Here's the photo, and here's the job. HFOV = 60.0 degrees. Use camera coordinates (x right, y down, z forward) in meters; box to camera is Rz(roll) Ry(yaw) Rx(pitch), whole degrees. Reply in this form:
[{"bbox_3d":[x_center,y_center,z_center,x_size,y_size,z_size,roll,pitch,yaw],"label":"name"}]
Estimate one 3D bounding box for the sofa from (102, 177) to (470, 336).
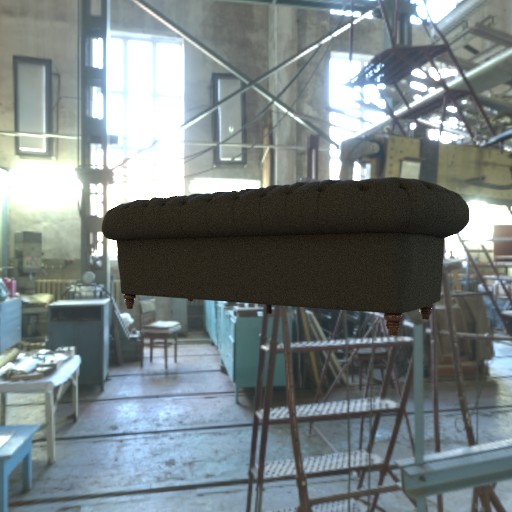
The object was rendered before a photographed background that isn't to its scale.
[{"bbox_3d":[0.000,0.000,2.814,2.362,0.762,0.991,0,0,34],"label":"sofa"}]
